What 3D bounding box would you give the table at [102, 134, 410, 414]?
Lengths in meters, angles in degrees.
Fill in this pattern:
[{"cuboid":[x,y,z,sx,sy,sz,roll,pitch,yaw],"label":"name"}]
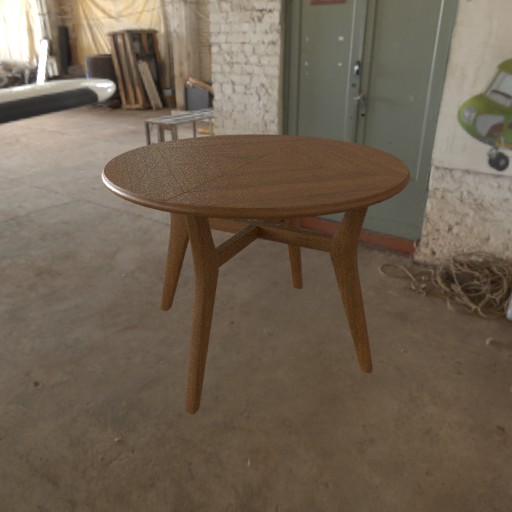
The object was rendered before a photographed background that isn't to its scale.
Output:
[{"cuboid":[0.000,0.000,1.744,1.055,0.757,1.055,0,25,0],"label":"table"}]
